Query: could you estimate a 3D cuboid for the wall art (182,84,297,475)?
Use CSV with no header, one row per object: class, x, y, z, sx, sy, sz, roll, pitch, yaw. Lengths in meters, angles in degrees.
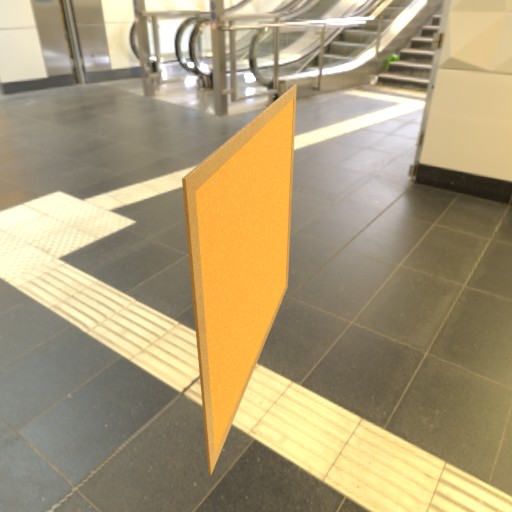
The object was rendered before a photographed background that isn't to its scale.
wall art,0.000,0.000,1.720,0.025,1.067,1.168,9,32,14
